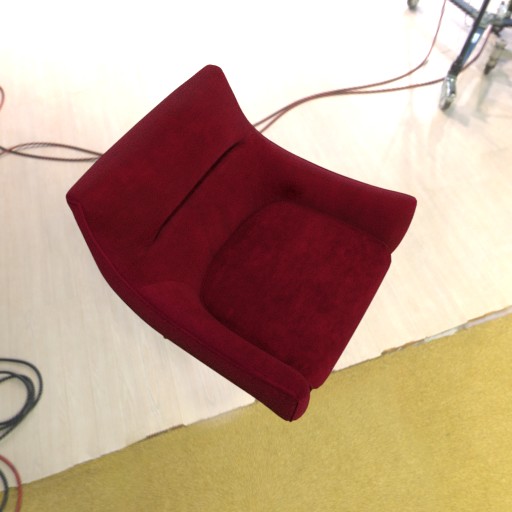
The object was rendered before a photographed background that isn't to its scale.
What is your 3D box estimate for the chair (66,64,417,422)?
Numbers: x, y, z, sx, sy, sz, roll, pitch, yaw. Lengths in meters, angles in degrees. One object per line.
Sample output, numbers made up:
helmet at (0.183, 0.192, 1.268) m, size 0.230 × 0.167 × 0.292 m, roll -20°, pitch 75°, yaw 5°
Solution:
chair at (0.000, 0.000, 1.470) m, size 0.787 × 0.838 × 0.762 m, roll 29°, pitch 63°, yaw 16°
